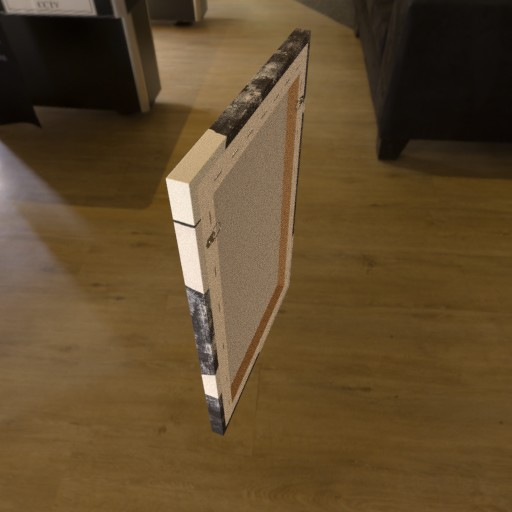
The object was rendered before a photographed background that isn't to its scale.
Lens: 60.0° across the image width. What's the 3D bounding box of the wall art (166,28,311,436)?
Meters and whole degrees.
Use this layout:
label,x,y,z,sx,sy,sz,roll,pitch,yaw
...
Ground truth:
label,x,y,z,sx,sy,sz,roll,pitch,yaw
wall art,0.000,0.000,1.156,0.041,0.915,0.610,16,49,14
